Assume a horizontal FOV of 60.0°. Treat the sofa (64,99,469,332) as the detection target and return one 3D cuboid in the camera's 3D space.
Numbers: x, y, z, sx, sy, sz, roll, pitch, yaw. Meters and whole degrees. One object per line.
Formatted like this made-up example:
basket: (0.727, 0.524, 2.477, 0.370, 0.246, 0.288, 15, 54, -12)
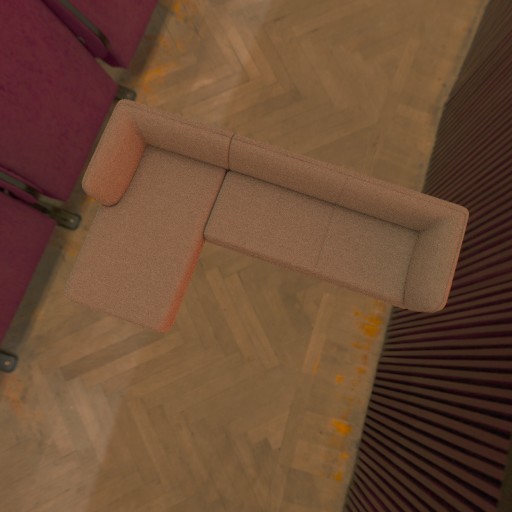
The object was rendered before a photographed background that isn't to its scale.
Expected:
sofa: (0.000, 0.000, 3.317, 2.653, 0.693, 1.532, 19, 78, 4)
